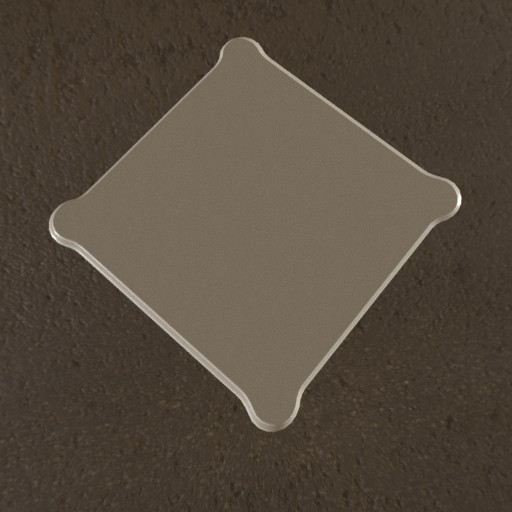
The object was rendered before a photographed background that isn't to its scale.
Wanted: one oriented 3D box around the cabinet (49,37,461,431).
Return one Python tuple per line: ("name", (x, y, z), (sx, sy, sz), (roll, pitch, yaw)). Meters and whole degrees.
("cabinet", (0.000, 0.000, 1.263), (0.627, 0.761, 0.628), (40, 79, 9))
